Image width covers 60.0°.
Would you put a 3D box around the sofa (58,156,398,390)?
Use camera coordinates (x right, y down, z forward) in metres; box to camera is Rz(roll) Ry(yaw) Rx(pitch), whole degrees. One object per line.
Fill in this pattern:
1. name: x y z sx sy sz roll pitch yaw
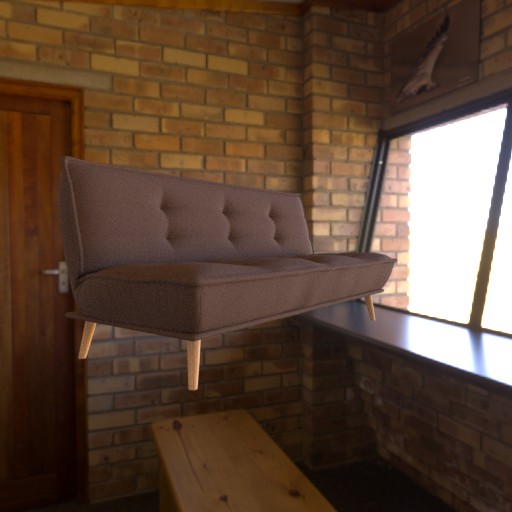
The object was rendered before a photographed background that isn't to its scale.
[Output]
1. sofa: 0.000 0.000 2.462 0.950 0.890 1.940 2 3 36
